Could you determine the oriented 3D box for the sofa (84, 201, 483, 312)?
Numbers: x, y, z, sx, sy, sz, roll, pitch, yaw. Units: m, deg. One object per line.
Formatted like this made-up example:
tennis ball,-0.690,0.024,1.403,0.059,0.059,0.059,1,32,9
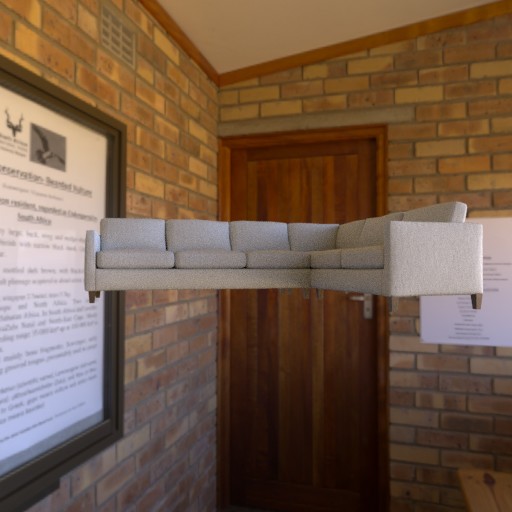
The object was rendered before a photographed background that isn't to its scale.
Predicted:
sofa,0.000,0.000,4.467,3.333,0.934,2.522,0,-2,-16
